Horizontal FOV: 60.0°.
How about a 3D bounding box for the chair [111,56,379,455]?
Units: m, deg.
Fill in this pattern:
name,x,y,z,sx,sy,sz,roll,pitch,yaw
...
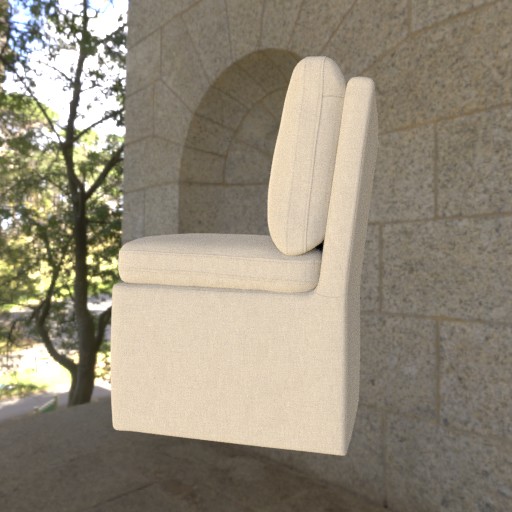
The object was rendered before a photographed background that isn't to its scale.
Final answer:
name,x,y,z,sx,sy,sz,roll,pitch,yaw
chair,0.000,0.000,1.305,0.698,0.927,0.503,0,-2,16
